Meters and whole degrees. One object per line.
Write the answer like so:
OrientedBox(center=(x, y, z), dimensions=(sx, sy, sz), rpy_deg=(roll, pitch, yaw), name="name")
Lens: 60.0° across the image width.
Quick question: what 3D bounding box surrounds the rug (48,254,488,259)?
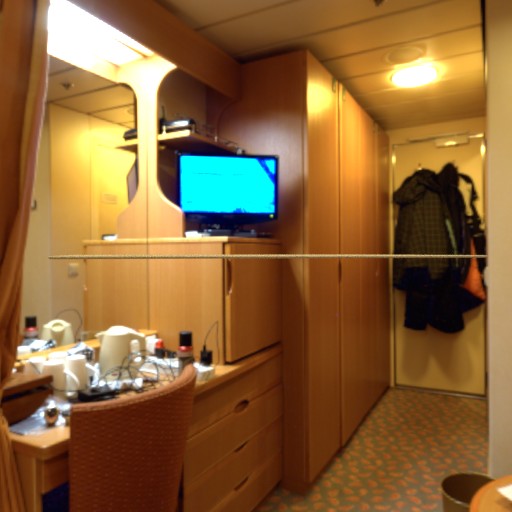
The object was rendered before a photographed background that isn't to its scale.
OrientedBox(center=(0.000, 0.000, 2.304), dimensions=(1.829, 0.010, 1.219), rpy_deg=(0, 0, -18), name="rug")
